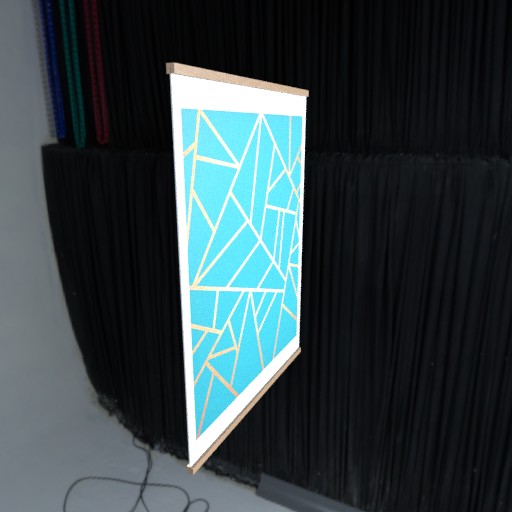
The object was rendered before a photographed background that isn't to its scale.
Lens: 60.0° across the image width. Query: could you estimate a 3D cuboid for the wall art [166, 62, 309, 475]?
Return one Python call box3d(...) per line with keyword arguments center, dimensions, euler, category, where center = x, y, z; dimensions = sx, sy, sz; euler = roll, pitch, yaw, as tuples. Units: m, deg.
box3d(center=(0.000, 0.000, 0.822), dimensions=(0.012, 0.608, 0.459), euler=(8, 18, 26), category="wall art")
